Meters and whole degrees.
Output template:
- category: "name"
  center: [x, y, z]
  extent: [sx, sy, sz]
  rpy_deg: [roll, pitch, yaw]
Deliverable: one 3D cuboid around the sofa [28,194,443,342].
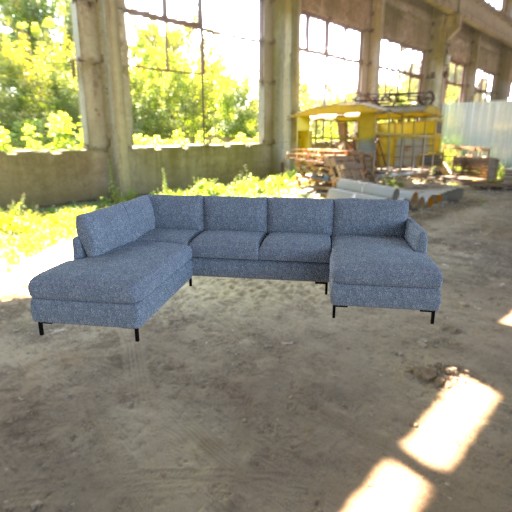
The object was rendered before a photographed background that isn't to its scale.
- category: "sofa"
  center: [0.000, 0.000, 3.548]
  extent: [2.737, 0.756, 1.879]
  rpy_deg: [2, 15, 9]
